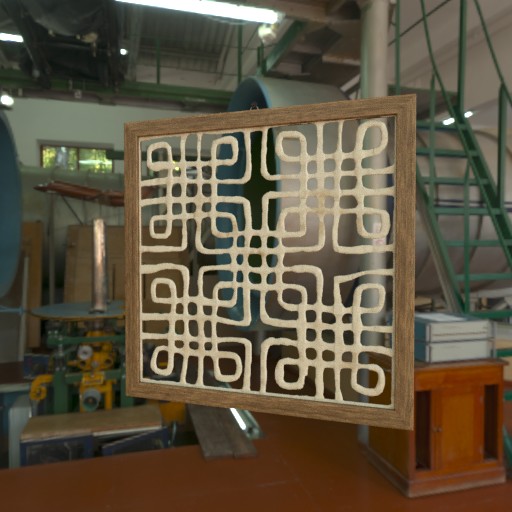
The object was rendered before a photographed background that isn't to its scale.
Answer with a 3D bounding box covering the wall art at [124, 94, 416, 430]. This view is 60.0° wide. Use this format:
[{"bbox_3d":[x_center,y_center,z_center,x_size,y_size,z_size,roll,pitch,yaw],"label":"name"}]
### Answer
[{"bbox_3d":[0.000,0.000,0.832,0.561,0.582,0.021,0,1,18],"label":"wall art"}]
